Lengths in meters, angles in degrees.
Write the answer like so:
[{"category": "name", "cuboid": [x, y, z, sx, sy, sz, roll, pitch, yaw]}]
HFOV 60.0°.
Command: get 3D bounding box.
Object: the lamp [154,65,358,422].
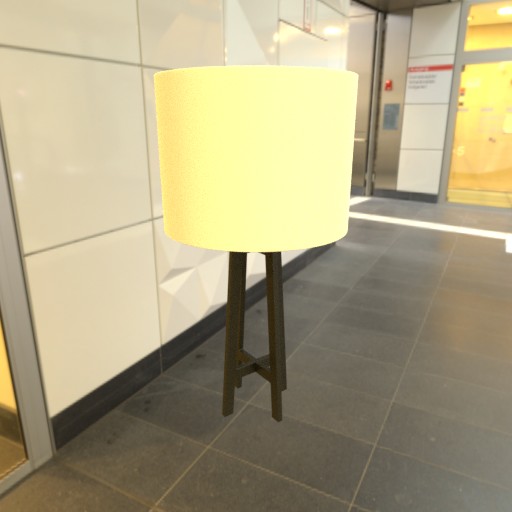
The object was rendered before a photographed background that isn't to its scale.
[{"category": "lamp", "cuboid": [0.000, 0.000, 0.642, 0.257, 0.489, 0.257, 3, 17, 8]}]
